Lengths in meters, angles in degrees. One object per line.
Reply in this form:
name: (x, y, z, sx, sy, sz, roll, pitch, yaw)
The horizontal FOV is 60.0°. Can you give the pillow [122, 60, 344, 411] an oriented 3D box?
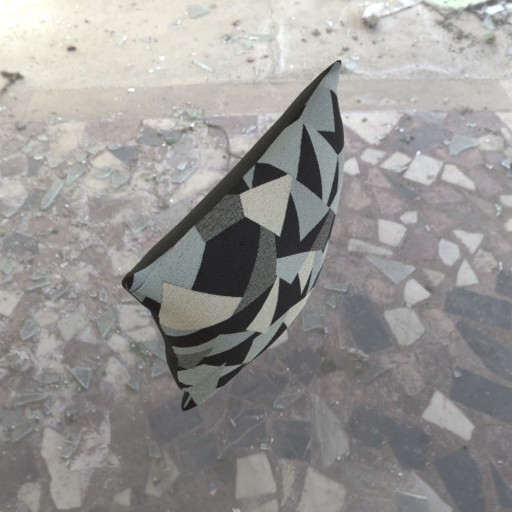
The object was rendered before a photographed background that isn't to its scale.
pillow: (0.000, 0.000, 0.779, 0.208, 0.496, 0.503, 29, 62, 18)
